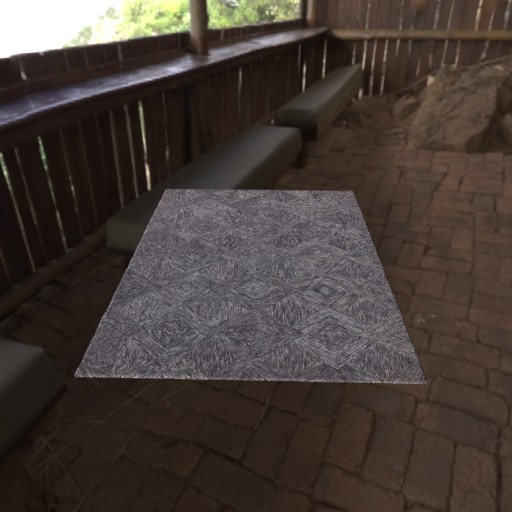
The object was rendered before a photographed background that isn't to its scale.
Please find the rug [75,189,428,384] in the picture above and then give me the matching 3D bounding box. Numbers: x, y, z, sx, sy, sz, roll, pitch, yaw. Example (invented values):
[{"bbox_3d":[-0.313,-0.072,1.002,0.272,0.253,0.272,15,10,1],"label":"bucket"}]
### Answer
[{"bbox_3d":[0.000,0.000,4.398,2.448,0.017,3.204,1,32,1],"label":"rug"}]
